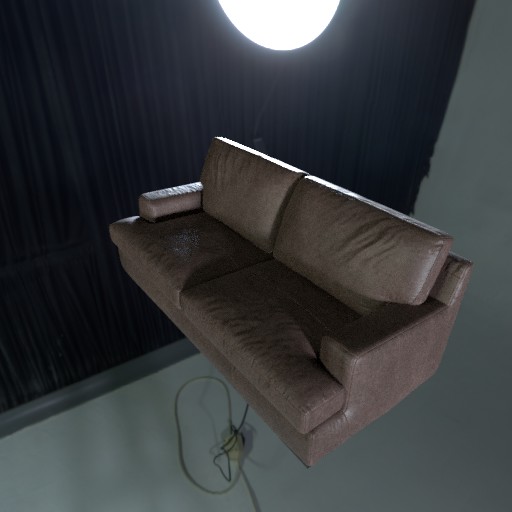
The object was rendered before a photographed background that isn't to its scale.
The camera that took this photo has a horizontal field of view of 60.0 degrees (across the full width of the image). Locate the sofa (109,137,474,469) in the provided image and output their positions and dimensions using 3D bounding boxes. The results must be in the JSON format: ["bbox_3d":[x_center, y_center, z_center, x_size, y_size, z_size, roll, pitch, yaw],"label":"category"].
[{"bbox_3d":[0.000,0.000,2.832,1.143,0.941,2.261,-22,38,-31],"label":"sofa"}]
